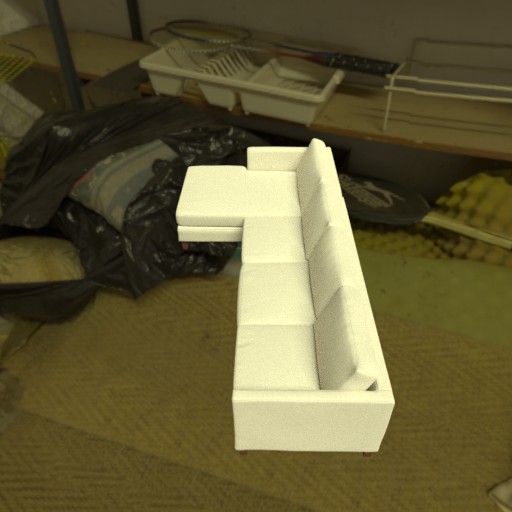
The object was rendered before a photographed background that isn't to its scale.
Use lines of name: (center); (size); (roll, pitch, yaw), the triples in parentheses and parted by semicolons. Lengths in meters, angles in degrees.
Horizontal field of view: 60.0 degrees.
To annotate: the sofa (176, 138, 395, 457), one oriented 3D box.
sofa: (0.000, 0.000, 3.873); (1.625, 0.846, 3.186); (1, 40, 1)
